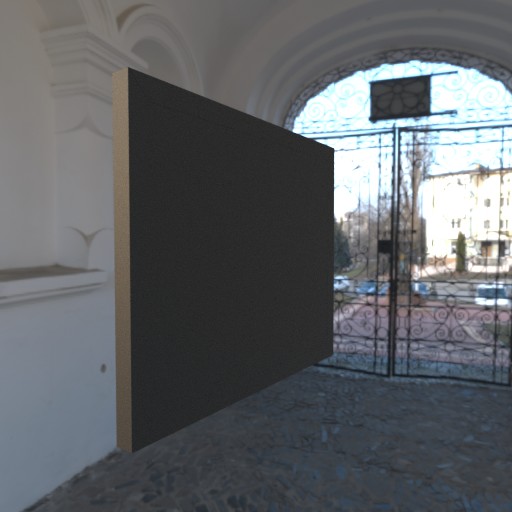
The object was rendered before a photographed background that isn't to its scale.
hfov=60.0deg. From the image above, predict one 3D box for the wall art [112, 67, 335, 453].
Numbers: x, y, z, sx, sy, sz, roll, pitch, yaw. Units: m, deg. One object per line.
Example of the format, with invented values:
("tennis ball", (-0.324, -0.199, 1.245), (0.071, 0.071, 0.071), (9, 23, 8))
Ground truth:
("wall art", (0.000, 0.000, 0.759), (0.029, 0.457, 0.558), (1, 3, 35))
